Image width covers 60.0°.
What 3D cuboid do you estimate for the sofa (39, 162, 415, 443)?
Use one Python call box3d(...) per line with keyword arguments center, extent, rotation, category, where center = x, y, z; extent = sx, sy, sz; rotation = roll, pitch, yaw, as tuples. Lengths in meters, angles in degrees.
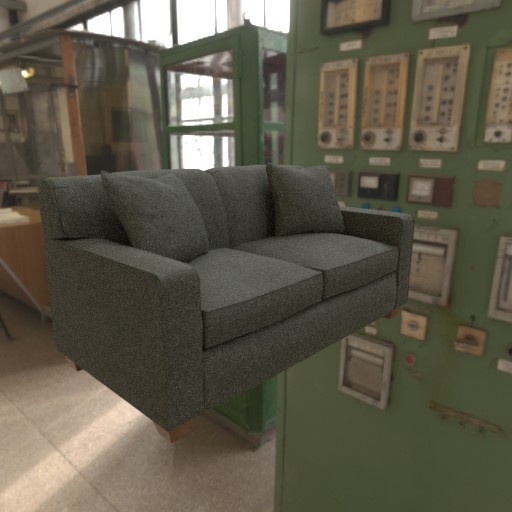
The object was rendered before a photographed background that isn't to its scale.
box3d(center=(0.000, 0.000, 2.392), extent=(0.998, 0.958, 1.846), rotation=(13, 19, 42), category="sofa")
